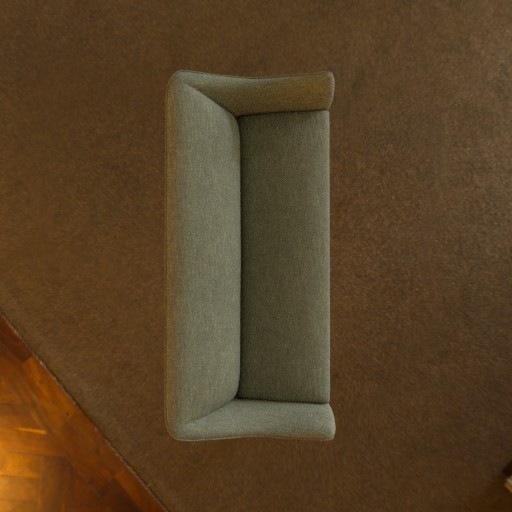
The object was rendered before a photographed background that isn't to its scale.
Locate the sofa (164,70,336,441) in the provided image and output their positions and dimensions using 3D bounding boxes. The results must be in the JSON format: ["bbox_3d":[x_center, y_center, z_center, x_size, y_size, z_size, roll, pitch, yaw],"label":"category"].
[{"bbox_3d":[0.000,0.000,2.502,0.867,0.829,1.928,0,89,1],"label":"sofa"}]
